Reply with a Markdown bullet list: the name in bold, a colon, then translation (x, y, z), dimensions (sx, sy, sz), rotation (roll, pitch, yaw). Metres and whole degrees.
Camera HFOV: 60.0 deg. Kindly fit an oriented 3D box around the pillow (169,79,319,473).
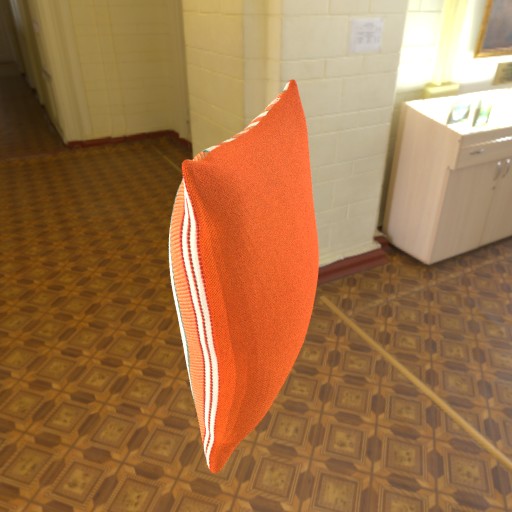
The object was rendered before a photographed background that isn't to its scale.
- **pillow**: translation (0.000, 0.000, 0.664), dimensions (0.182, 0.441, 0.440), rotation (9, 31, 14)
